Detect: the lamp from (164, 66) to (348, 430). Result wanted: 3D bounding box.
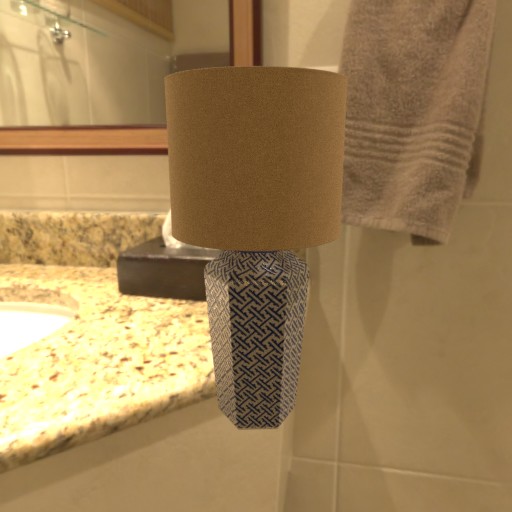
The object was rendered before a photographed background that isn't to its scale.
[{"bbox_3d":[0.000,0.000,0.867,0.320,0.682,0.320,-7,16,-26],"label":"lamp"}]
